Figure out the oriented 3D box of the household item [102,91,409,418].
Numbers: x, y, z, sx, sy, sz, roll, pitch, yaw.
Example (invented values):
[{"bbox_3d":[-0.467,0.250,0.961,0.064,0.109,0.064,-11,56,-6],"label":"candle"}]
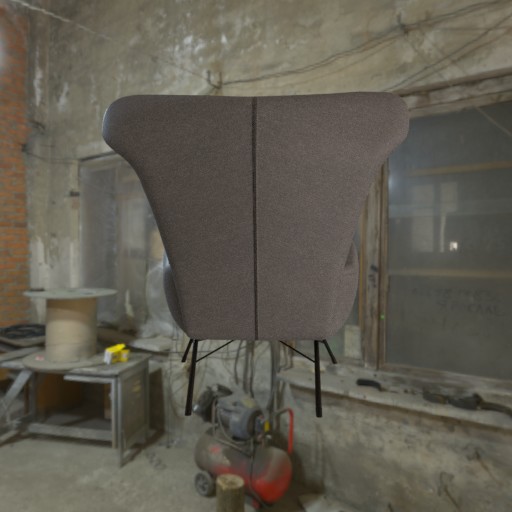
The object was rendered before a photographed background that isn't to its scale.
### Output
[{"bbox_3d":[0.000,0.000,1.727,0.980,1.050,0.900,0,0,2],"label":"household item"}]
